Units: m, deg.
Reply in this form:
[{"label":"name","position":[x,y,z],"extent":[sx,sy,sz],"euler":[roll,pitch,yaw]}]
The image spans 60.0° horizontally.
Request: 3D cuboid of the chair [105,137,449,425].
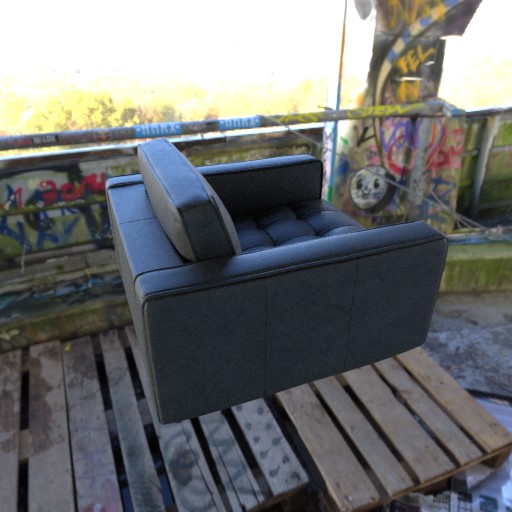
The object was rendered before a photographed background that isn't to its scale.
[{"label":"chair","position":[0.000,0.000,1.586],"extent":[0.914,0.763,0.889],"euler":[-11,32,-19]}]
